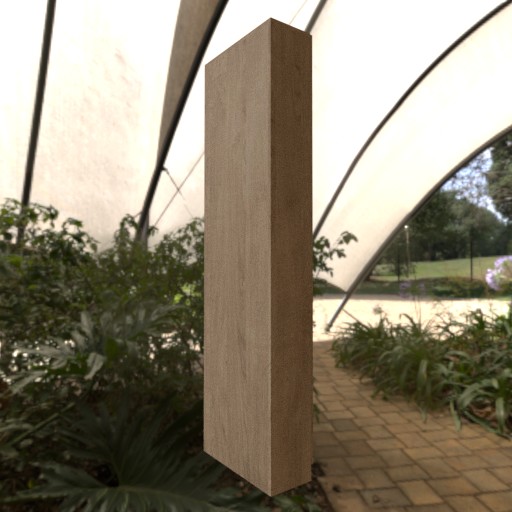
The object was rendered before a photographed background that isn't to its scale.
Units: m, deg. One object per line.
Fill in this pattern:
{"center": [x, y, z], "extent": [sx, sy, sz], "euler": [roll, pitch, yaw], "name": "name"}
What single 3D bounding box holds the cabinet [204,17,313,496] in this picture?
{"center": [0.000, 0.000, 1.924], "extent": [0.230, 1.790, 0.500], "euler": [1, -1, -36], "name": "cabinet"}
